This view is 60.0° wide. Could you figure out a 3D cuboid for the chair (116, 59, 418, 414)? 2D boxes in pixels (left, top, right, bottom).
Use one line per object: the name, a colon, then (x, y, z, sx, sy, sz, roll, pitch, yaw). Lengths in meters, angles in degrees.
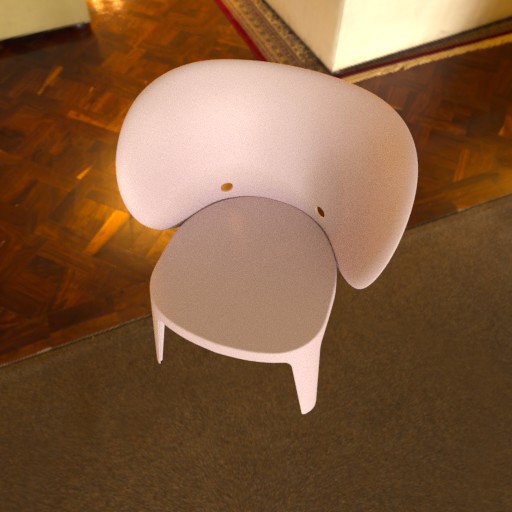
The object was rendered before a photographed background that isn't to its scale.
chair: (0.000, 0.000, 0.841, 0.451, 0.554, 0.402, 16, 59, 10)
